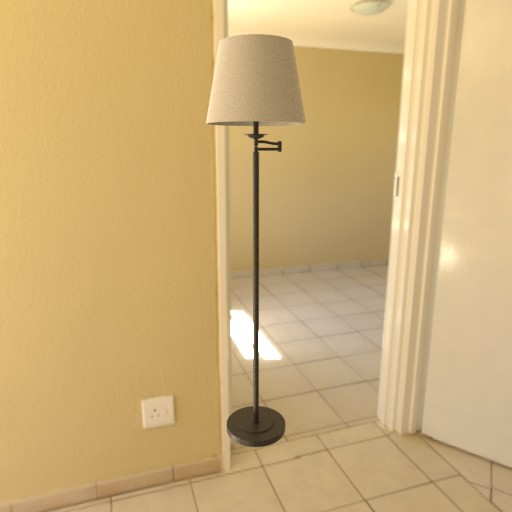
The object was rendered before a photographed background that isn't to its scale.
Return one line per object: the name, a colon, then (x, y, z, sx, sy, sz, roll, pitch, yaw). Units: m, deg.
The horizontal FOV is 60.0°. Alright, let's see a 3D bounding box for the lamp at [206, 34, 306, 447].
lamp: (0.000, 0.000, 1.665, 0.348, 1.473, 0.348, -7, 16, -27)
